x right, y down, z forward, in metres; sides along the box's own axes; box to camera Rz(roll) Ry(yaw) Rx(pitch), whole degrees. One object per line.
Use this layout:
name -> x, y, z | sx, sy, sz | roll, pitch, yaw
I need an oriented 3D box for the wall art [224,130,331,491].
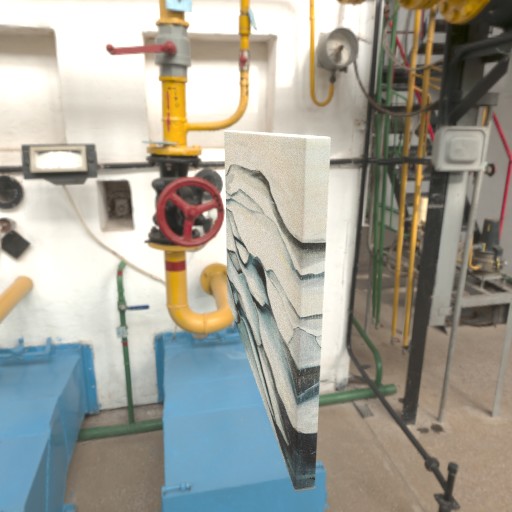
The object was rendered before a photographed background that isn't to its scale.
wall art -> 0.000, 0.000, 1.134 | 0.039, 0.609, 0.914 | -3, 17, -11
